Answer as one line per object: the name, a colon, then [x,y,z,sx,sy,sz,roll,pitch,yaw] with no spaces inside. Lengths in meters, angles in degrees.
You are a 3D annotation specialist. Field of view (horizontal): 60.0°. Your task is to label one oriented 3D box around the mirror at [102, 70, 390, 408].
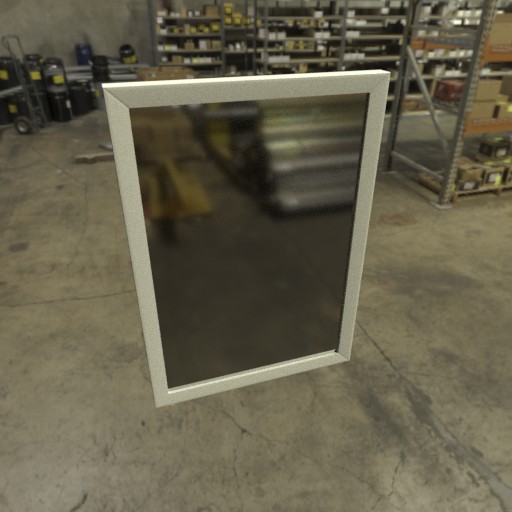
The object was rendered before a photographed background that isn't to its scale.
mirror: [0.000,0.000,0.940,0.507,0.710,0.040,-9,32,-16]
